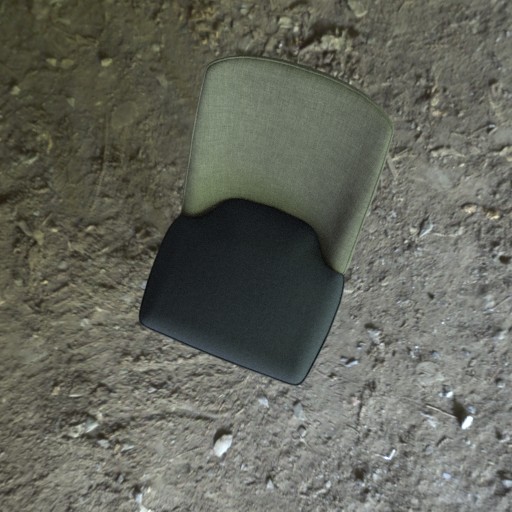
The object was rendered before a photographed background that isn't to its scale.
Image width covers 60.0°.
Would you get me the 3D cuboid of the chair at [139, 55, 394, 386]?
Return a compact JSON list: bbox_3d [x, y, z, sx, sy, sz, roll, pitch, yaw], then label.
[{"bbox_3d":[0.000,0.000,1.148,0.488,0.855,0.550,20,77,5],"label":"chair"}]
